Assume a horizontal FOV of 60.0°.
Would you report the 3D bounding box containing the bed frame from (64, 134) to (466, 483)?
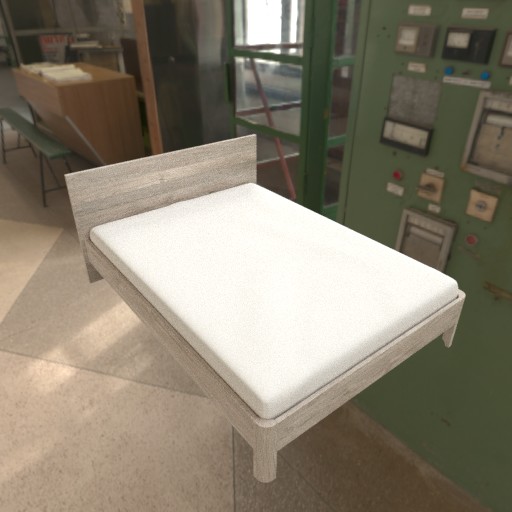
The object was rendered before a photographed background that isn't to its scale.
[{"bbox_3d":[0.000,0.000,2.680,1.490,0.800,1.950,-22,37,-32],"label":"bed frame"}]
